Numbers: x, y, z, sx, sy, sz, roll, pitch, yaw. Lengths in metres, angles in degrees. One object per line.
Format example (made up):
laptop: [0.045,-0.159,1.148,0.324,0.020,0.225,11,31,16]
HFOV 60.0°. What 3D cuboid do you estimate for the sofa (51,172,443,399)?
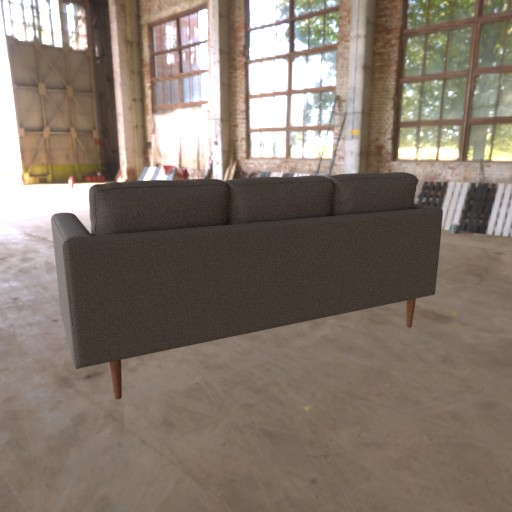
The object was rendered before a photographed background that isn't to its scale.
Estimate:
sofa: [0.000,0.000,2.487,2.029,0.912,0.802,-7,15,-26]
